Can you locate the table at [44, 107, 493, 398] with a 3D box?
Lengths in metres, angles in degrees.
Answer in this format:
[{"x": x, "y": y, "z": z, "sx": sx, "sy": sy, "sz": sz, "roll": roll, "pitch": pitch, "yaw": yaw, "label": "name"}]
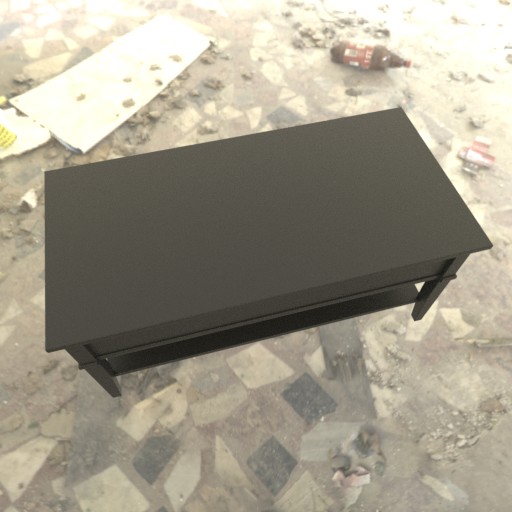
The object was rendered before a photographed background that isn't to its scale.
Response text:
[{"x": 0.000, "y": 0.000, "z": 1.327, "sx": 1.044, "sy": 0.470, "sz": 0.523, "roll": -12, "pitch": 58, "yaw": -8, "label": "table"}]
